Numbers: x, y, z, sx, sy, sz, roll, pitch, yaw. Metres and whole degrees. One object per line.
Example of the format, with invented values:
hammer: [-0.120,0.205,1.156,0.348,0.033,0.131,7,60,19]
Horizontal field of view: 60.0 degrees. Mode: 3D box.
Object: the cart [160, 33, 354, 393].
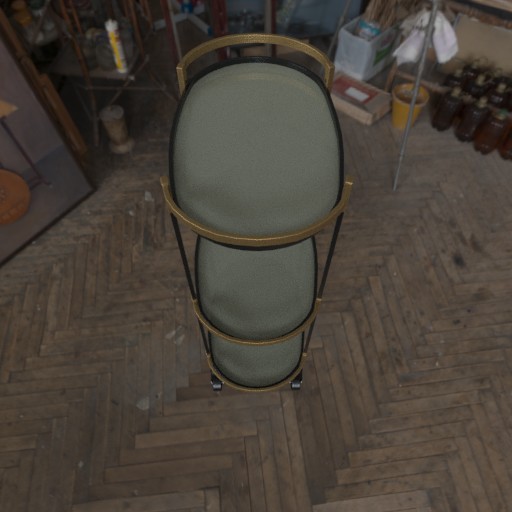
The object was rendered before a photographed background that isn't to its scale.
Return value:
cart: [0.000,0.000,1.134,0.311,0.885,0.515,0,57,0]
